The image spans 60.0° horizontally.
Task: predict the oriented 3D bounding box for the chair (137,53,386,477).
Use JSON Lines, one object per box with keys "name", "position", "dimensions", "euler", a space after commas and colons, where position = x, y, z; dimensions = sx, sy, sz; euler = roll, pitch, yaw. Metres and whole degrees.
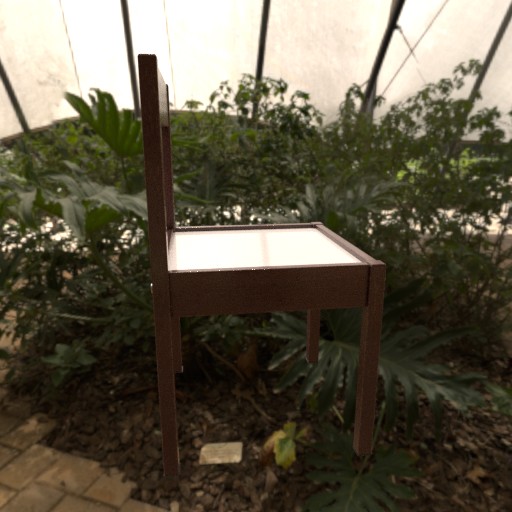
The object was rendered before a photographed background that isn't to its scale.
{"name": "chair", "position": [0.000, 0.000, 0.663], "dimensions": [0.285, 0.505, 0.285], "euler": [-2, 15, -8]}
